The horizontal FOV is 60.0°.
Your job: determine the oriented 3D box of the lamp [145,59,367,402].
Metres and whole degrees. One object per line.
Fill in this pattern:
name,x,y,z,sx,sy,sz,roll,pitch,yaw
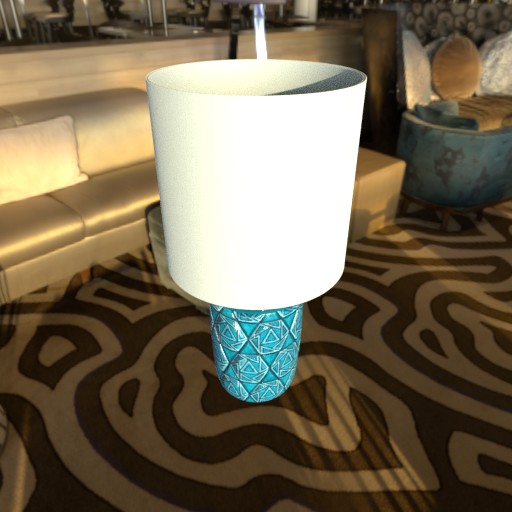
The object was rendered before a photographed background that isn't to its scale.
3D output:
lamp,0.000,0.000,0.491,0.193,0.377,0.193,19,36,28
